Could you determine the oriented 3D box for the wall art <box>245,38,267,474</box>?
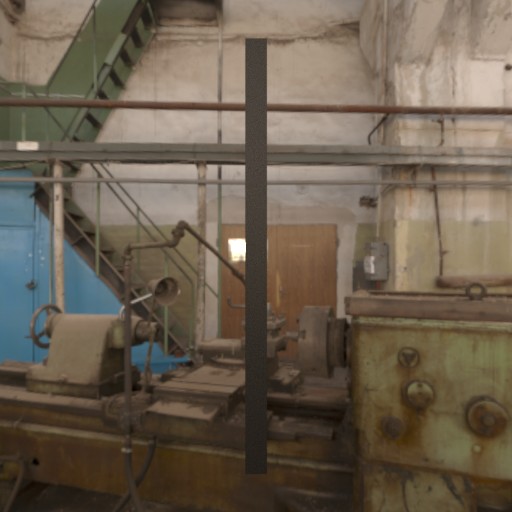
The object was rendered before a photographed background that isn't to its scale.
[{"bbox_3d":[0.000,0.000,1.155,0.038,0.762,0.762,0,0,0],"label":"wall art"}]
